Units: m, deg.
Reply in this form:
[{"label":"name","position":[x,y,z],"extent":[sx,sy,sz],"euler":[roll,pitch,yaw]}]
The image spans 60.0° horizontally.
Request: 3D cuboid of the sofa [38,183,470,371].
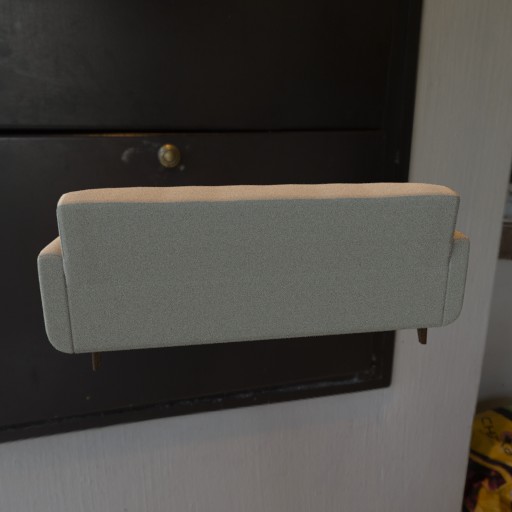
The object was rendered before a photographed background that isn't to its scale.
[{"label":"sofa","position":[0.000,0.000,2.594],"extent":[2.137,0.892,0.980],"euler":[-2,15,-9]}]
